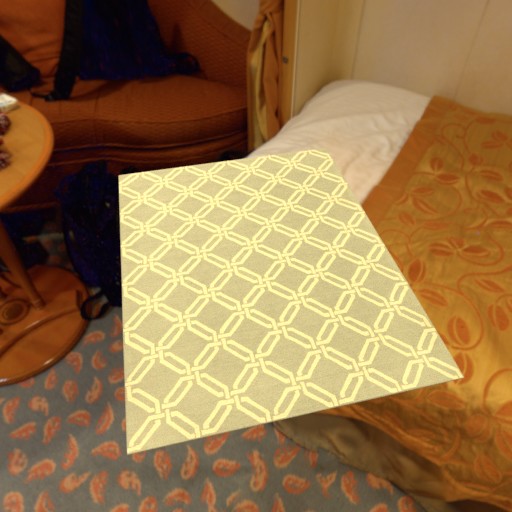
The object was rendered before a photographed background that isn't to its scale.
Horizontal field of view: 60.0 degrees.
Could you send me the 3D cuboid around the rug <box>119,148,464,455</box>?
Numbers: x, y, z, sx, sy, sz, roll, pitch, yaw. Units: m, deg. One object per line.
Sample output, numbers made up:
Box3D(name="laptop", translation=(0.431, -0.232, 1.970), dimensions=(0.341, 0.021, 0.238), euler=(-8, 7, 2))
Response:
Box3D(name="rug", translation=(0.000, 0.000, 3.847), dimensions=(2.288, 0.018, 2.895), euler=(-10, 47, -9))
